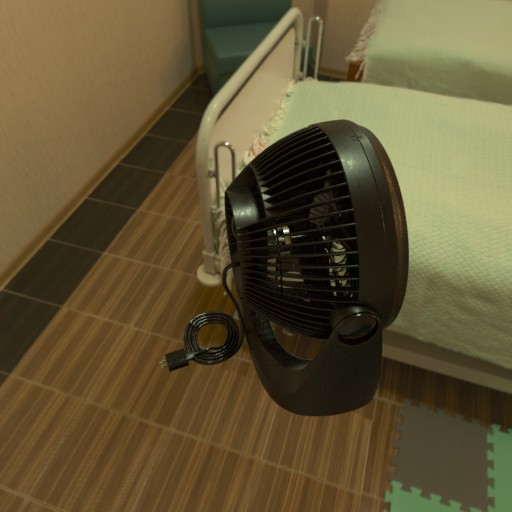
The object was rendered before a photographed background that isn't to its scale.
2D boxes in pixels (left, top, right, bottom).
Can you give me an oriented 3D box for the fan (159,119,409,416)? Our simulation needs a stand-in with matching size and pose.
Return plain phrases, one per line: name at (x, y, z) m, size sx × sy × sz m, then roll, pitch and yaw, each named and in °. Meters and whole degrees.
fan at (0.000, 0.000, 0.492) m, size 0.256 × 0.277 × 0.273 m, roll -8°, pitch 47°, yaw -8°
